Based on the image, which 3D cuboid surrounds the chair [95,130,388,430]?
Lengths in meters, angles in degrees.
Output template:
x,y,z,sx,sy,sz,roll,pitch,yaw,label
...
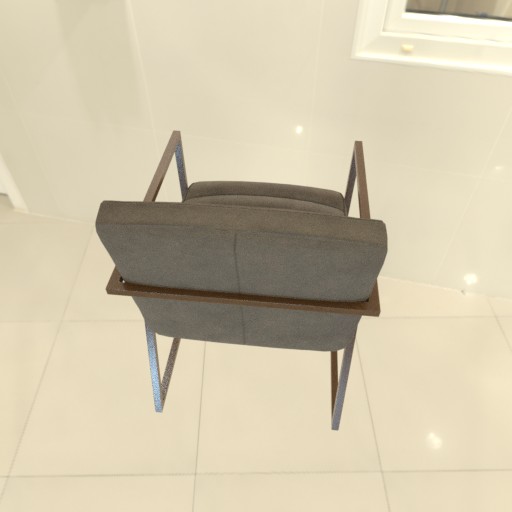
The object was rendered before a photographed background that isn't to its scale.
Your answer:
x,y,z,sx,sy,sz,roll,pitch,yaw,label
0.000,0.000,1.290,0.578,0.843,0.682,5,47,4,chair
